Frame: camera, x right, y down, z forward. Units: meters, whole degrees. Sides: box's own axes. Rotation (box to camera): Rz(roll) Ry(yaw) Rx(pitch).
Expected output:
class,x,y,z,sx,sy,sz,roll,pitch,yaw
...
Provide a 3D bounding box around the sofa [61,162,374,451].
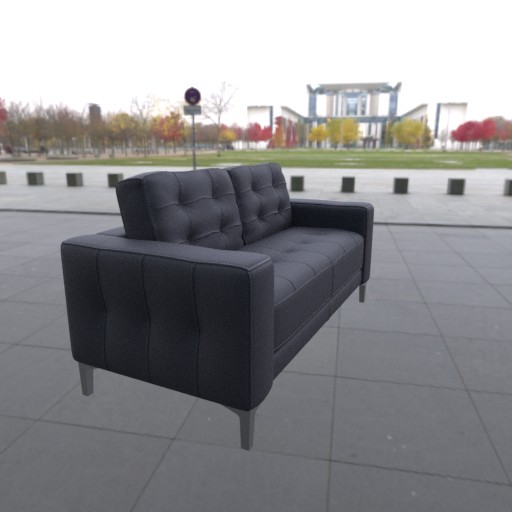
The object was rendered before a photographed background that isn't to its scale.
class,x,y,z,sx,sy,sz,roll,pitch,yaw
sofa,0.000,0.000,2.256,0.833,0.893,1.726,7,16,26
